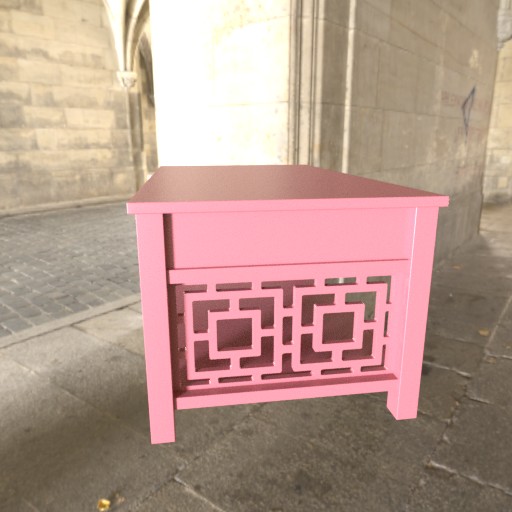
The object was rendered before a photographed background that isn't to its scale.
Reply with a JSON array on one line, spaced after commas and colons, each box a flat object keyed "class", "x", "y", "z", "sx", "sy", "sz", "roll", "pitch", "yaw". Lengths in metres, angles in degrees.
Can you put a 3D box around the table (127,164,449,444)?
[{"class": "table", "x": 0.000, "y": 0.000, "z": 1.378, "sx": 0.612, "sy": 0.493, "sz": 1.068, "roll": -2, "pitch": 15, "yaw": -8}]
